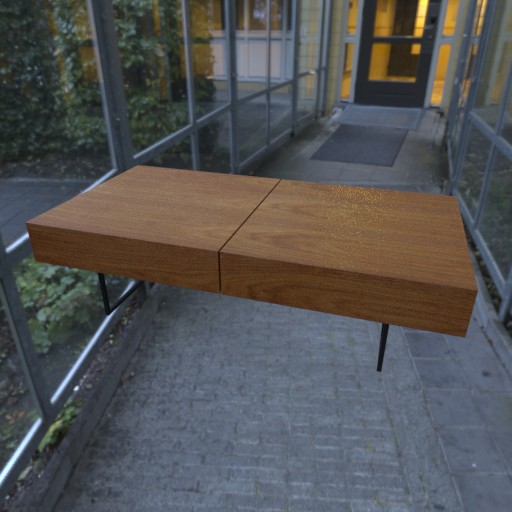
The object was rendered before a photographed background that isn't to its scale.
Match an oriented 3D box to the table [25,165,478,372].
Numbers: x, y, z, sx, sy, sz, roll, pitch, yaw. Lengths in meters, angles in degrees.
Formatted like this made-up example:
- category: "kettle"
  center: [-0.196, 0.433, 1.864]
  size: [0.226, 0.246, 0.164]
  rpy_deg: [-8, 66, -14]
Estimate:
- category: "table"
  center: [0.000, 0.000, 1.443]
  size: [1.194, 0.330, 0.610]
  rpy_deg: [8, 29, 16]
